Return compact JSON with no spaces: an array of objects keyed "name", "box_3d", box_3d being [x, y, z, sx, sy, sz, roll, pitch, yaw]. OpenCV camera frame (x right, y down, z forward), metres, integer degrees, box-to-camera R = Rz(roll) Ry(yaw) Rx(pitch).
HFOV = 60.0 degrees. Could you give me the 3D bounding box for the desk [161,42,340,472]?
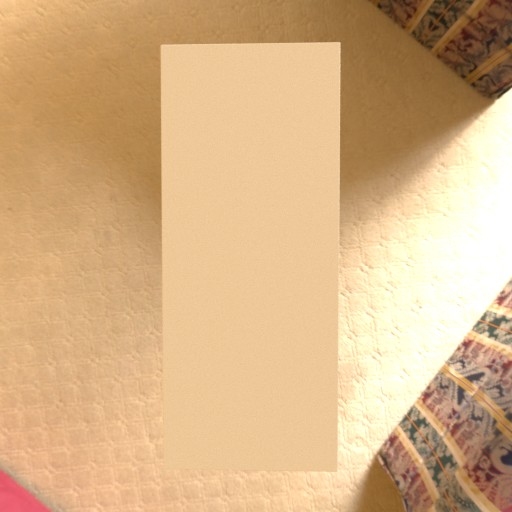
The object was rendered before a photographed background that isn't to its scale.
[{"name":"desk","box_3d":[0.000,0.000,1.615,0.504,0.762,1.191,0,92,2]}]
